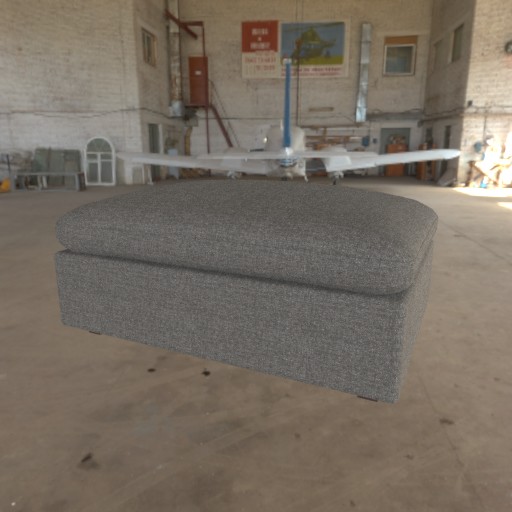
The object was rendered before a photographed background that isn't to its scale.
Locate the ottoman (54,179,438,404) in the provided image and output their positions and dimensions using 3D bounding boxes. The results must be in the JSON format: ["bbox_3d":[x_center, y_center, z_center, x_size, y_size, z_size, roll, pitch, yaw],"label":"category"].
[{"bbox_3d":[0.000,0.000,1.444,1.041,0.483,0.711,7,16,25],"label":"ottoman"}]
